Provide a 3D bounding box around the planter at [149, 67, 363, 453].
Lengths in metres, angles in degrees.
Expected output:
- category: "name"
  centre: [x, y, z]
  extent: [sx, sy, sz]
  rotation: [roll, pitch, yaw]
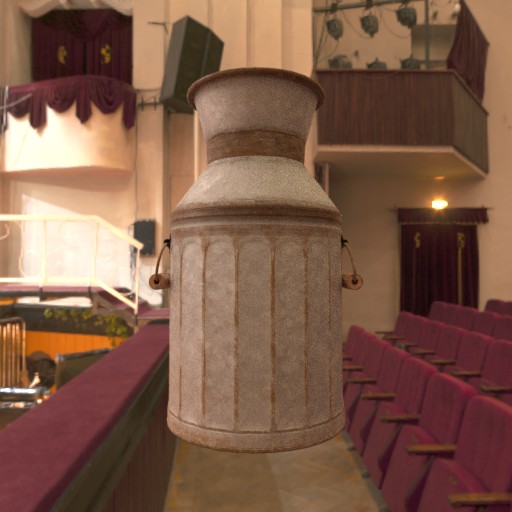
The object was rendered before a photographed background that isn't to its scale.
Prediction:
- category: "planter"
  centre: [0.000, 0.000, 0.546]
  extent: [0.245, 0.396, 0.214]
  rotation: [0, -2, 1]
